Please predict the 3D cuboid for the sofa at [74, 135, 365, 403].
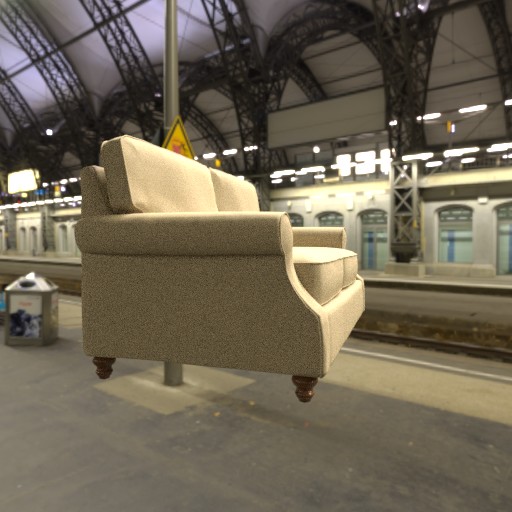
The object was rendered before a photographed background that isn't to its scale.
[{"bbox_3d":[0.000,0.000,2.249,0.964,0.937,1.665,1,2,18],"label":"sofa"}]
